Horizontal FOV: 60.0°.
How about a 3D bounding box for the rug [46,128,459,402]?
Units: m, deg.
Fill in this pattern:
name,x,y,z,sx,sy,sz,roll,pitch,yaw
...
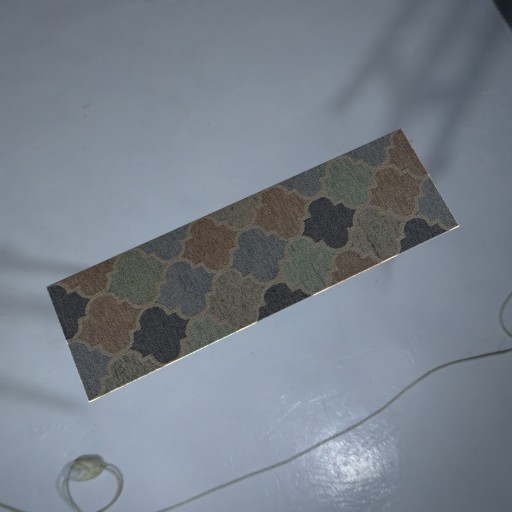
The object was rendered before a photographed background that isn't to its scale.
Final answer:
name,x,y,z,sx,sy,sz,roll,pitch,yaw
rug,0.000,0.000,2.530,2.287,0.011,0.687,-25,78,-5
